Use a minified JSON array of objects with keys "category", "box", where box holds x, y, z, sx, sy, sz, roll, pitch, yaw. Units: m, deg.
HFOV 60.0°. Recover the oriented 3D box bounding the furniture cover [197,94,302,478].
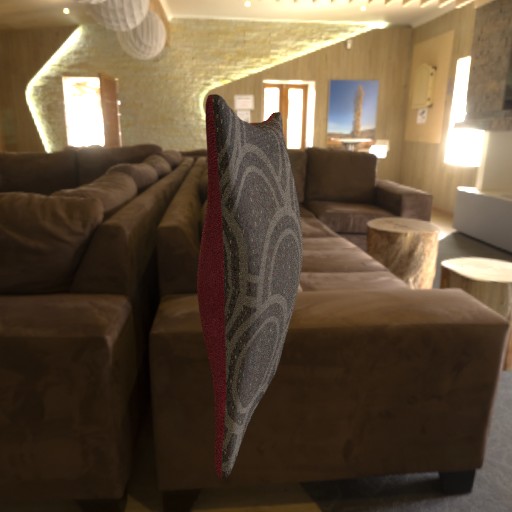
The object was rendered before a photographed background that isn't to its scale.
[{"category":"furniture cover","box":[0.000,0.000,0.794,0.163,0.513,0.514,3,16,10]}]
